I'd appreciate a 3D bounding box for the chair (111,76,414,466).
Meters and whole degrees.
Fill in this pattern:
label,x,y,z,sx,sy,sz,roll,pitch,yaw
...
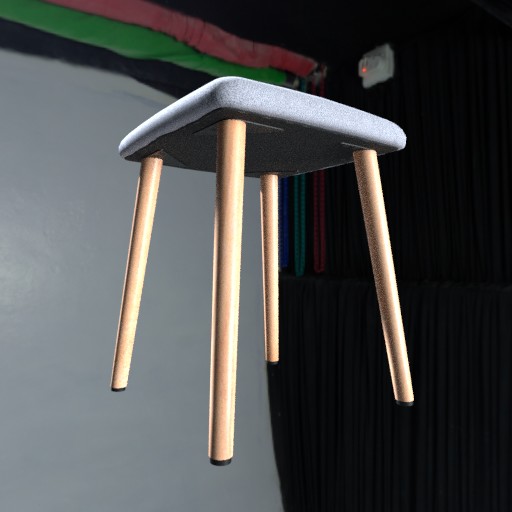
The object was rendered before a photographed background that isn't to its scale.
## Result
label,x,y,z,sx,sy,sz,roll,pitch,yaw
chair,0.000,0.000,0.696,0.350,0.440,0.350,0,-1,-36
